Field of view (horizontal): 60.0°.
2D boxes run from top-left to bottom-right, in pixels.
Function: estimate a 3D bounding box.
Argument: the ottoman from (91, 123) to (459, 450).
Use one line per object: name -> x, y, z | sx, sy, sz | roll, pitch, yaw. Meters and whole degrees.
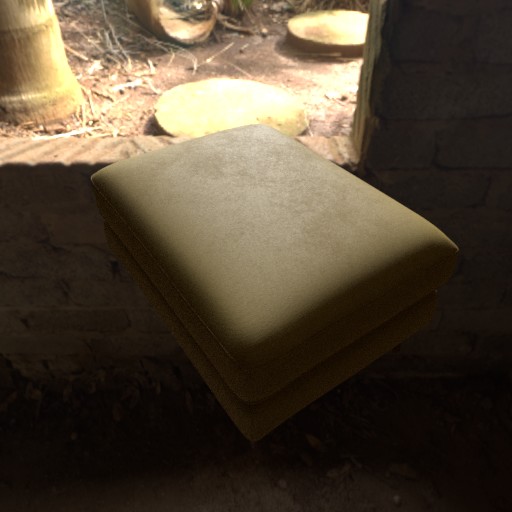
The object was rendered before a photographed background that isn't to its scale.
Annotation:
ottoman -> 0.000, 0.000, 1.205 | 0.608, 0.449, 0.811 | -25, 47, -26
